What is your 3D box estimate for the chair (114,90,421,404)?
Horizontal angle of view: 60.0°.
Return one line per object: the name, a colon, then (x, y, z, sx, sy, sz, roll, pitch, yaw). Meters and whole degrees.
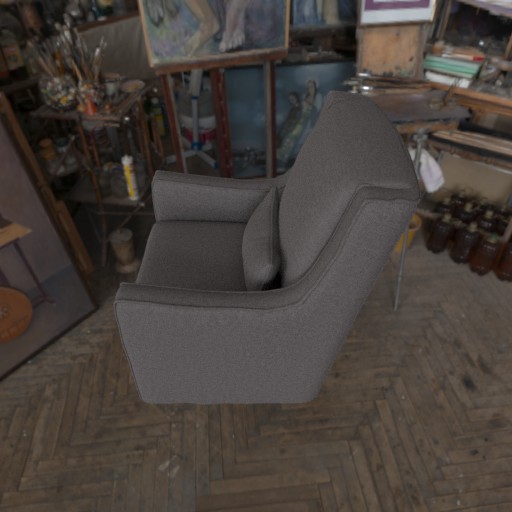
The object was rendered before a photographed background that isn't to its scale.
chair: (0.000, 0.000, 1.619, 0.879, 0.993, 0.732, 0, 42, 0)
